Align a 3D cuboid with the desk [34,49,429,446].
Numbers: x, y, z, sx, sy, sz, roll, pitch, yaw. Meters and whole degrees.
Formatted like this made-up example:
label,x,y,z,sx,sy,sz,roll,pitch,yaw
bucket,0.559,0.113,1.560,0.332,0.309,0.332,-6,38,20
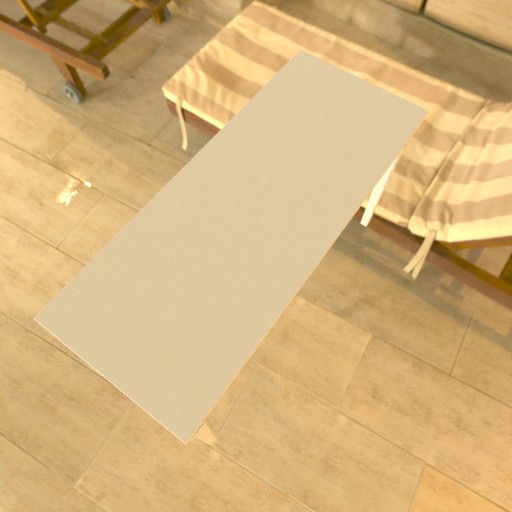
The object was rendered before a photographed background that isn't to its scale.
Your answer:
label,x,y,z,sx,sy,sz,roll,pitch,yaw
desk,0.000,0.000,1.772,0.559,0.774,1.372,33,68,15
